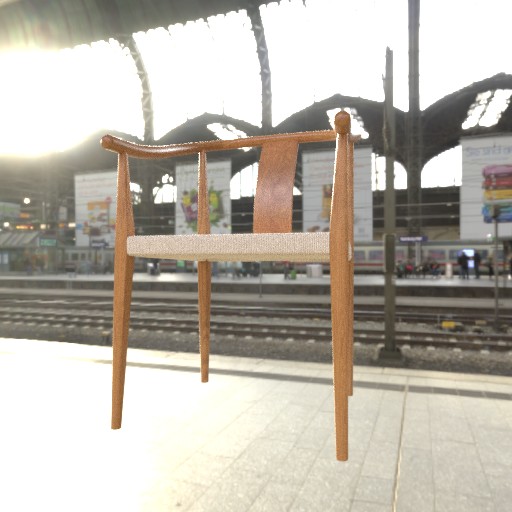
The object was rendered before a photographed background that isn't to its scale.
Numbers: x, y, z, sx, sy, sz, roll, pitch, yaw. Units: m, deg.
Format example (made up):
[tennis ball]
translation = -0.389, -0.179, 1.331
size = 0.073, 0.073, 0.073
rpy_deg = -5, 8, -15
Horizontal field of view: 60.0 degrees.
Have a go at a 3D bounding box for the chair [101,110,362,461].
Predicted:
[chair]
translation = 0.000, 0.000, 1.183
size = 0.556, 0.800, 0.579
rpy_deg = 0, -1, 18
